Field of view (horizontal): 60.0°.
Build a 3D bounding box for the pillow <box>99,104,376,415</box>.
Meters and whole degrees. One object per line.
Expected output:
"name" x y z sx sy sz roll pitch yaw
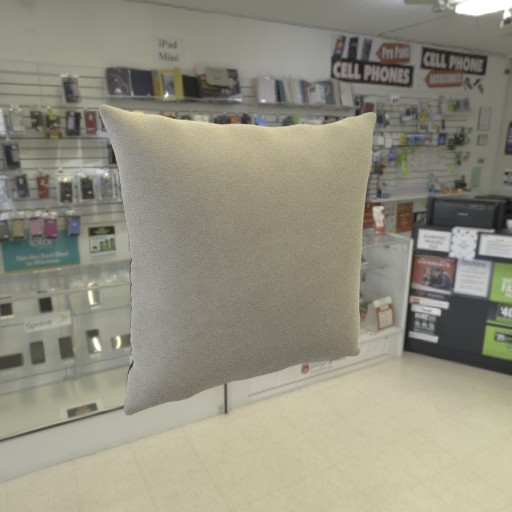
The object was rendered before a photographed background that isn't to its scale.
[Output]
"pillow" 0.000 0.000 0.686 0.433 0.434 0.196 -7 16 -25
